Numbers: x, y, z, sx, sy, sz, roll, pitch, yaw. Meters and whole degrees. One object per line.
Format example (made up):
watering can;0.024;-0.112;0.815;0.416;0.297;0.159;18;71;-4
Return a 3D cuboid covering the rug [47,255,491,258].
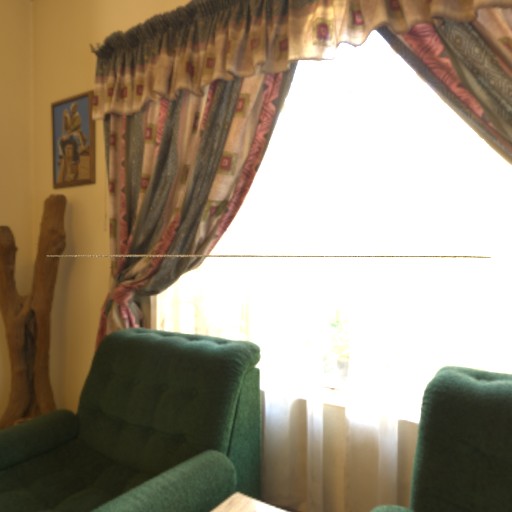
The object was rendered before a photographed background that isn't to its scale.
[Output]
rug;0.000;0.000;2.704;2.438;0.006;0.783;0;0;18
